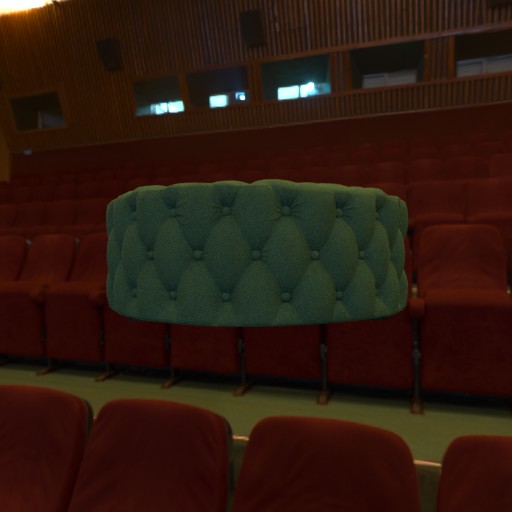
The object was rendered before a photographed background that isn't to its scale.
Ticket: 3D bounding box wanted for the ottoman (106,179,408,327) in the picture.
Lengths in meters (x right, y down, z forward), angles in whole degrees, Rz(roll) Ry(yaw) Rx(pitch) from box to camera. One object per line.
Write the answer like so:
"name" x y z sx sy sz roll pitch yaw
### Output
"ottoman" 0.000 0.000 1.538 0.998 0.399 0.998 0 0 0
